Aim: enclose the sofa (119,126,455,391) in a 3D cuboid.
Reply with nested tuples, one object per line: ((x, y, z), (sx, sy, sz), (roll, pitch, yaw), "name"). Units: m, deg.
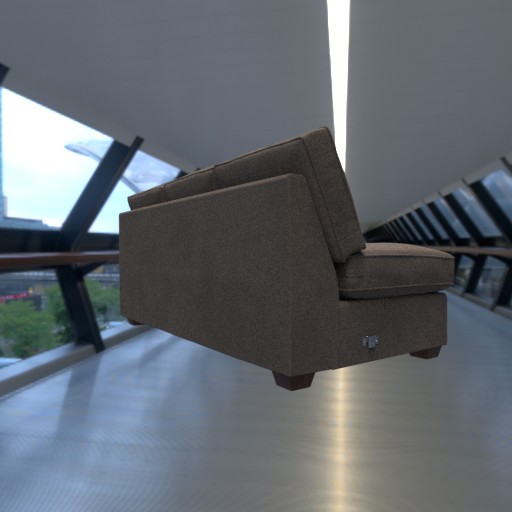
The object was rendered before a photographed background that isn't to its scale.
((0.000, 0.000, 2.614), (1.027, 0.973, 1.962), (0, 1, -35), "sofa")
